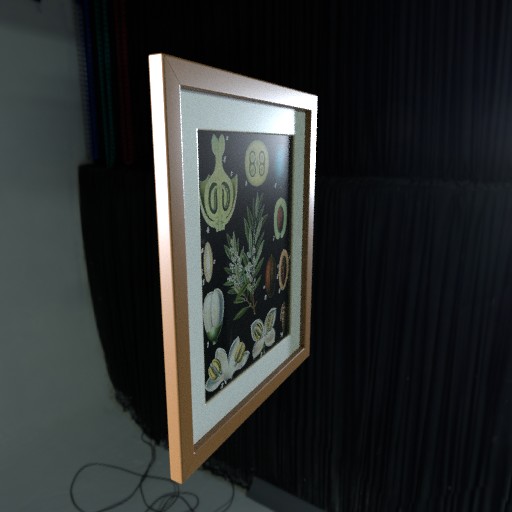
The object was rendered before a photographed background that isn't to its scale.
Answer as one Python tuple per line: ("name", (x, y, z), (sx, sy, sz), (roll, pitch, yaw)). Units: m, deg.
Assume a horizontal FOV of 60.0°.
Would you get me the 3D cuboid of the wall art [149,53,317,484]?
("wall art", (0.000, 0.000, 0.510), (0.015, 0.379, 0.310), (8, 16, 28))
